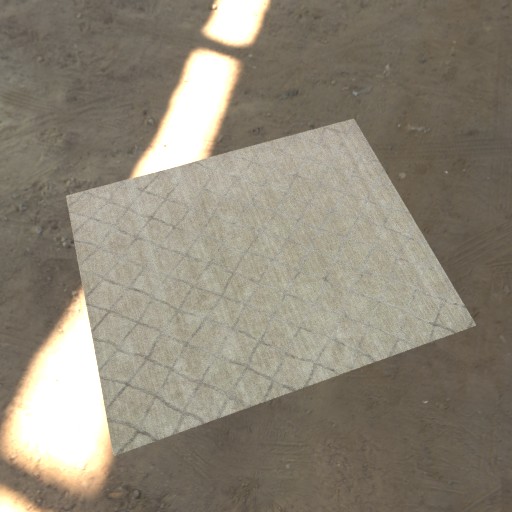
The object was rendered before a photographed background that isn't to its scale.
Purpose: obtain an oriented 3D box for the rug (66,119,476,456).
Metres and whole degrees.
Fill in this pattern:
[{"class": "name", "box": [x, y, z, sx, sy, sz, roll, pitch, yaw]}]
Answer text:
[{"class": "rug", "box": [0.000, 0.000, 3.980, 3.038, 0.019, 2.420, -17, 64, -8]}]
